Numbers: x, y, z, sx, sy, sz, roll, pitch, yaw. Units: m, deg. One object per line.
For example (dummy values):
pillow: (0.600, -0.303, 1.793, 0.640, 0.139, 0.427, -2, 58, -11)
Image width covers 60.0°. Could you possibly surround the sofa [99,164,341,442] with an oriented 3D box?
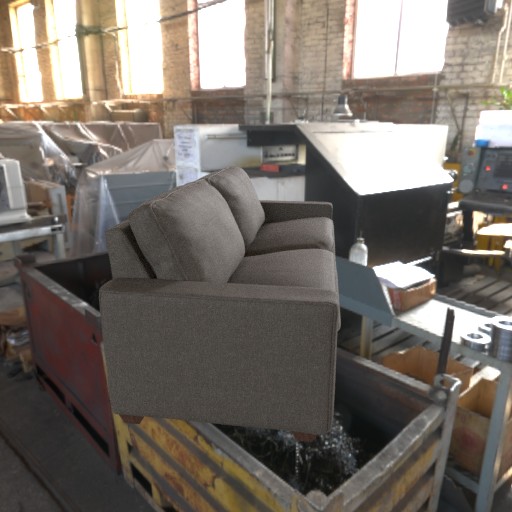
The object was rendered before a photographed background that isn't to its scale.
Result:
sofa: (0.000, 0.000, 2.608, 0.940, 0.919, 2.080, 3, 17, 8)
